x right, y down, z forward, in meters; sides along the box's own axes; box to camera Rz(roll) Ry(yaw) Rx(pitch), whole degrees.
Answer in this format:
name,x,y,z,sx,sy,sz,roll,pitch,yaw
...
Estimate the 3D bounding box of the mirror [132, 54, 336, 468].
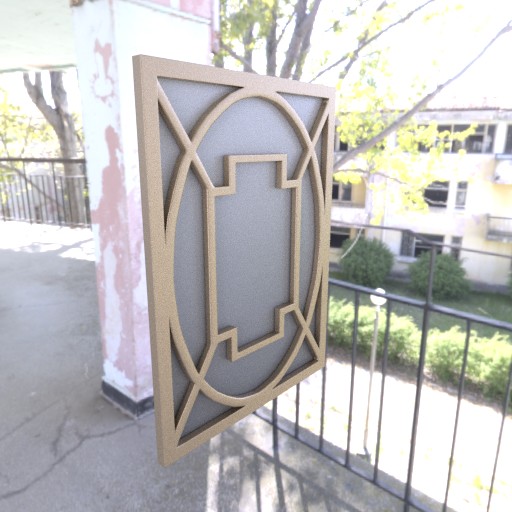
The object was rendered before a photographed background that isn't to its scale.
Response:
name,x,y,z,sx,sy,sz,roll,pitch,yaw
mirror,0.000,0.000,1.338,0.032,1.023,0.756,13,19,41
